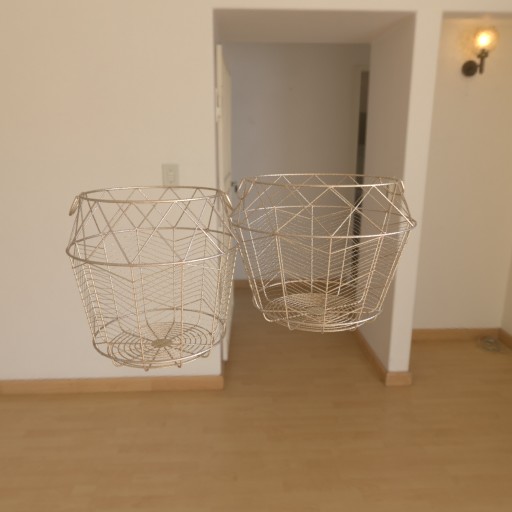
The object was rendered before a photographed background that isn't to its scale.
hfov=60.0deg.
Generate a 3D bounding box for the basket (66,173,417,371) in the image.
[{"bbox_3d":[0.000,0.000,1.026,0.805,0.343,0.451,-7,16,-27],"label":"basket"}]
